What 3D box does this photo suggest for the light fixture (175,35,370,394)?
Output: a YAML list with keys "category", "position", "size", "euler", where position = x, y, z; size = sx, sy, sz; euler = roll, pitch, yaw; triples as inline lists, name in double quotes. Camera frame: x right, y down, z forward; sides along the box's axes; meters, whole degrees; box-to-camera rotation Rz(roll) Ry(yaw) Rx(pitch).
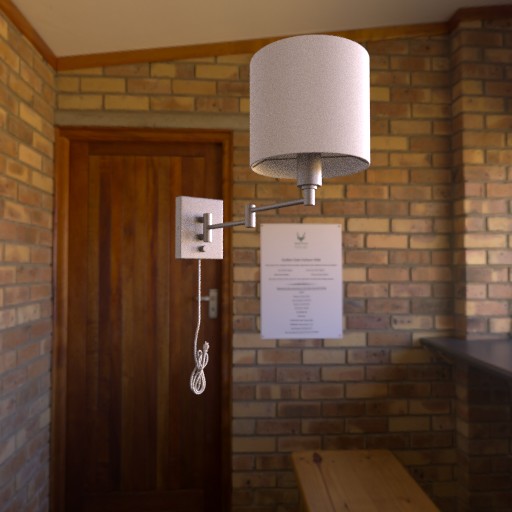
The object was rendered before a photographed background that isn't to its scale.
- category: "light fixture"
  position: [0.000, 0.000, 0.884]
  size: [0.203, 0.651, 0.516]
  euler: [1, -2, -35]
